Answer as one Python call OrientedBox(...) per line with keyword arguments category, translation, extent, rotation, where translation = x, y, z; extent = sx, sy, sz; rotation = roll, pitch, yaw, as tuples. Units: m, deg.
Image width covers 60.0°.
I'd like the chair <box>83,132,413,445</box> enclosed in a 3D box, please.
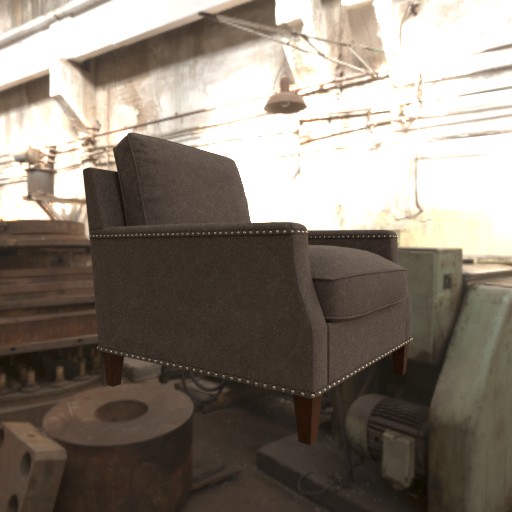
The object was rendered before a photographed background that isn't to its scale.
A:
OrientedBox(category="chair", translation=(0.000, 0.000, 1.721), extent=(1.014, 0.948, 0.853), rotation=(1, 2, 36))
